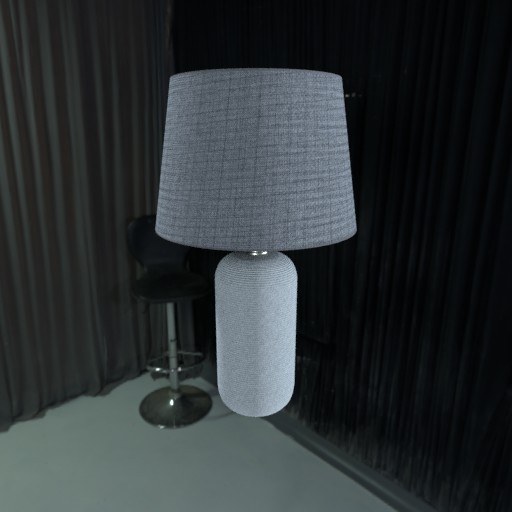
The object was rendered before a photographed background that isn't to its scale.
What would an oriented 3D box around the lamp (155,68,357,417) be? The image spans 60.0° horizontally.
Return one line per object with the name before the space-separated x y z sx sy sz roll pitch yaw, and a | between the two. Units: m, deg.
lamp | 0.000 0.000 0.578 0.251 0.429 0.251 0 16 0
